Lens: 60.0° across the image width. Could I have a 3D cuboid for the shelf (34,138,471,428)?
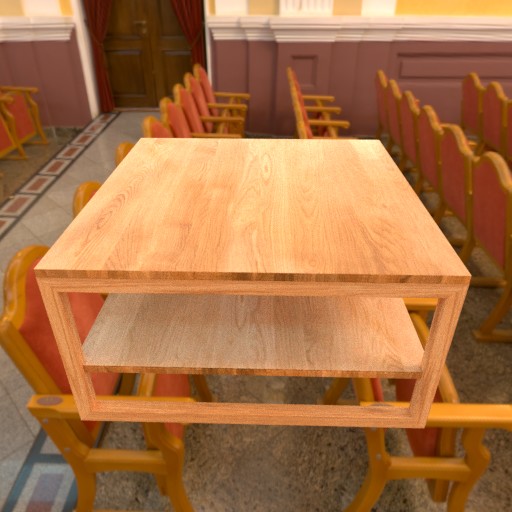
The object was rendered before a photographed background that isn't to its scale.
[{"bbox_3d":[0.000,0.000,1.414,0.899,0.480,0.899,1,32,1],"label":"shelf"}]
